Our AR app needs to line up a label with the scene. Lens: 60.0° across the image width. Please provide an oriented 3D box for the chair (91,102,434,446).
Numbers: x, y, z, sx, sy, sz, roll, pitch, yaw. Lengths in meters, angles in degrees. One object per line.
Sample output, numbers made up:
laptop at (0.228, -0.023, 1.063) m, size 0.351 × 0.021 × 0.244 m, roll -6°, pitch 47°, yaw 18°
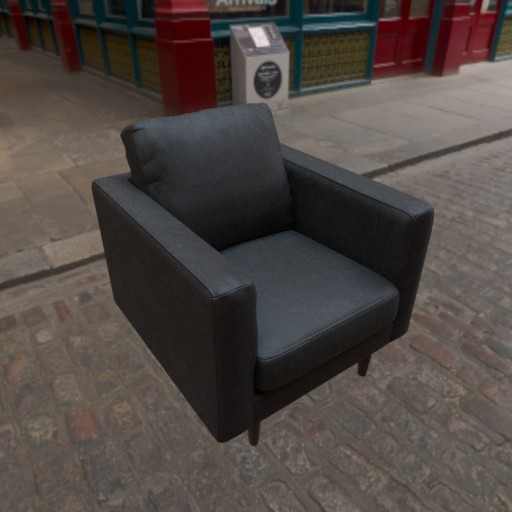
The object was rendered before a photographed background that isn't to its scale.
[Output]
chair at (0.000, 0.000, 1.574) m, size 0.831 × 0.898 × 0.879 m, roll -20°, pitch 37°, yaw -30°
